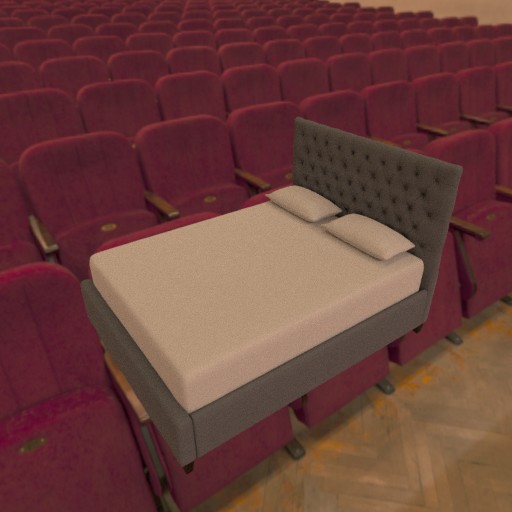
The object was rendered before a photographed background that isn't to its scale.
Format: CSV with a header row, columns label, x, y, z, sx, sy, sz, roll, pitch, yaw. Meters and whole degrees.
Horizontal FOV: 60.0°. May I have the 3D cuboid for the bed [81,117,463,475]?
label,x,y,z,sx,sy,sz,roll,pitch,yaw
bed,0.000,0.000,3.322,2.231,1.427,1.698,-20,36,-30
